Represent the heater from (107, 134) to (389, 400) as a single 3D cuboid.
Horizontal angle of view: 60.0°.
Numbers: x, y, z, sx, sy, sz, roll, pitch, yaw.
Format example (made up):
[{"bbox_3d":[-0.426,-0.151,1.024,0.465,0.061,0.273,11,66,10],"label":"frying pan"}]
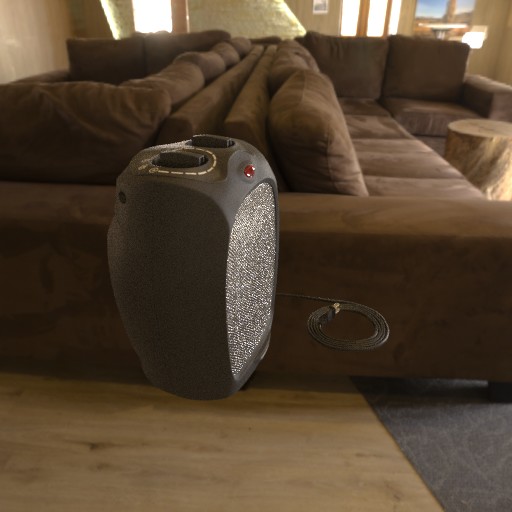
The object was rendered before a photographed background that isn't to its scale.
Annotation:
[{"bbox_3d":[0.000,0.000,0.465,0.291,0.240,0.239,9,30,17],"label":"heater"}]
